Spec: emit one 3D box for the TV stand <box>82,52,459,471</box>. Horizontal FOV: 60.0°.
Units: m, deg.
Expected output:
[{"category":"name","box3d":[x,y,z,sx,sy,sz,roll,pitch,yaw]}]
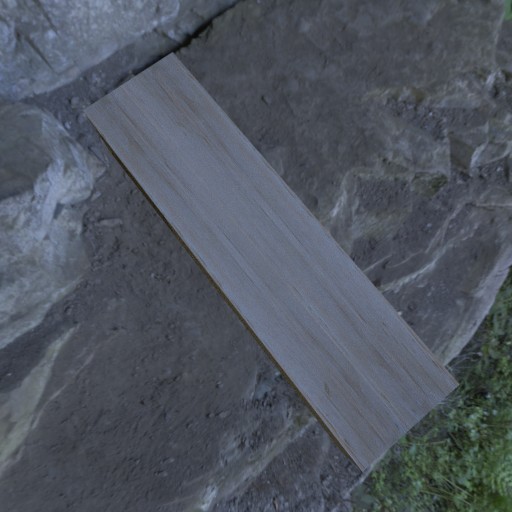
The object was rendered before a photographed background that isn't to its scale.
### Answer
[{"category":"TV stand","box3d":[0.000,0.000,1.825,0.420,0.550,1.600,-37,79,-9]}]
